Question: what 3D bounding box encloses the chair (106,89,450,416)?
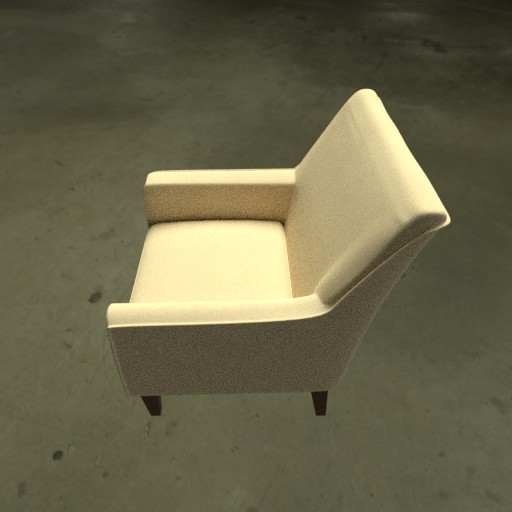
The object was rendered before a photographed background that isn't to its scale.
[{"bbox_3d":[0.000,0.000,1.584,0.899,0.919,0.780,-1,42,-1],"label":"chair"}]
